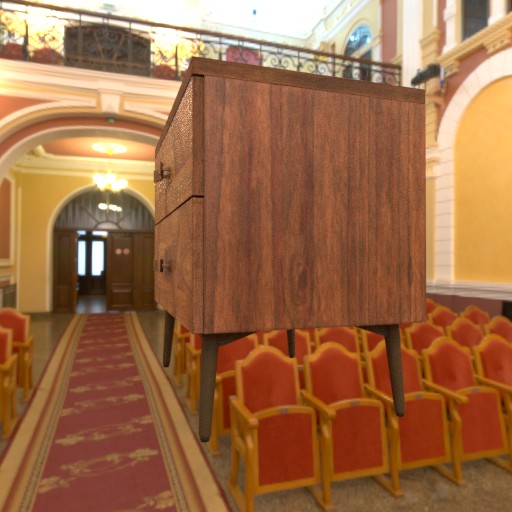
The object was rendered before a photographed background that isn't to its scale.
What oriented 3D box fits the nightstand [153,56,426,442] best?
[{"bbox_3d":[0.000,0.000,1.033,0.458,0.610,0.610,0,-1,-18],"label":"nightstand"}]
